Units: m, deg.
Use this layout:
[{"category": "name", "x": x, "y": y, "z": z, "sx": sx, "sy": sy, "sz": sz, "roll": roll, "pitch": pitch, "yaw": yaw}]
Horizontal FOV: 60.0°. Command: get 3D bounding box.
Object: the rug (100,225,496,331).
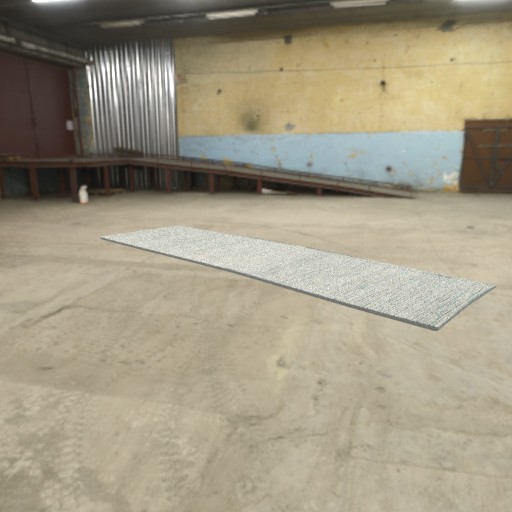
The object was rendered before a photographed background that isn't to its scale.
[{"category": "rug", "x": 0.000, "y": 0.000, "z": 2.517, "sx": 2.341, "sy": 0.037, "sz": 0.675, "roll": 12, "pitch": 18, "yaw": 42}]
